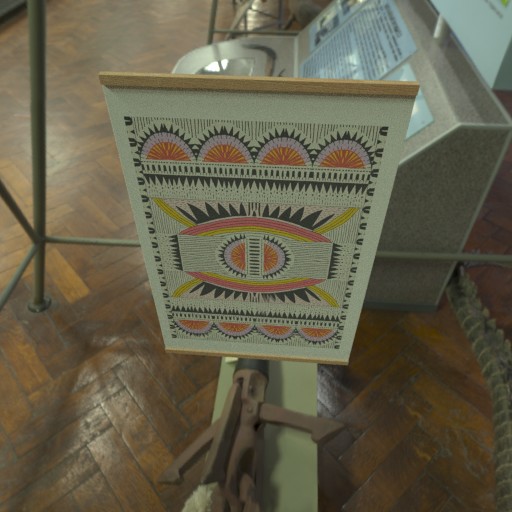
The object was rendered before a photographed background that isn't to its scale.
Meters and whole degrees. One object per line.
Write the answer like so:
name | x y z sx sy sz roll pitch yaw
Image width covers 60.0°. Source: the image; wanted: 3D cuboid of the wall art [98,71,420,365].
wall art | 0.000 0.000 1.910 0.999 1.533 0.028 3 44 3
